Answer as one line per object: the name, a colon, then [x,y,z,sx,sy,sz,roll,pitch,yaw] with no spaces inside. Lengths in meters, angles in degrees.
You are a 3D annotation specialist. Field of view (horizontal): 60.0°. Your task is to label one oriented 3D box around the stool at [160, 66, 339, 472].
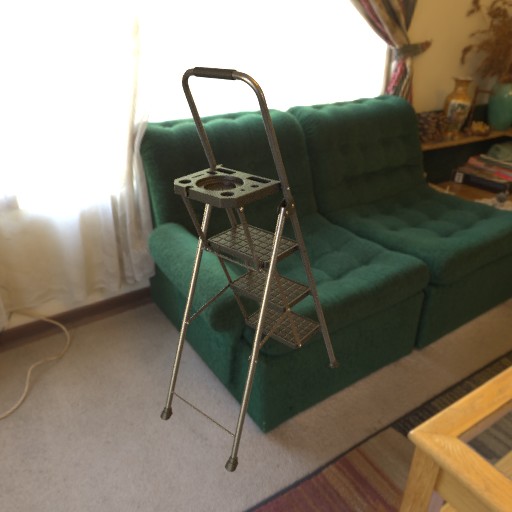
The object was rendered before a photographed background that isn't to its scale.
stool: [0.000,0.000,1.602,0.396,1.277,0.733,21,34,35]
